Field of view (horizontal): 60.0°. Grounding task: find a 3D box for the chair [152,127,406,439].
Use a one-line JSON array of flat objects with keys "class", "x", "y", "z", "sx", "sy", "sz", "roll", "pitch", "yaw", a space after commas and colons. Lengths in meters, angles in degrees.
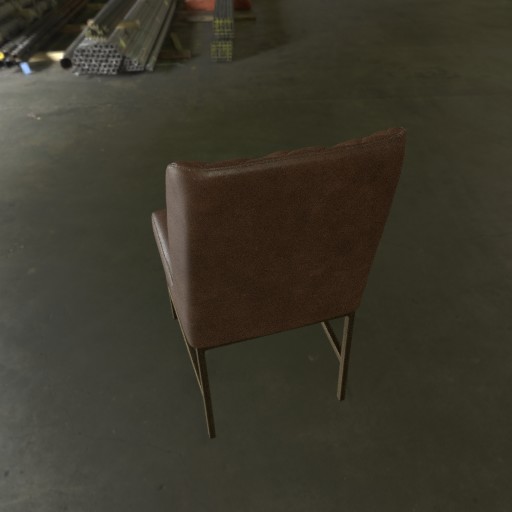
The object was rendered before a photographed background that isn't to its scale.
[{"class": "chair", "x": 0.000, "y": 0.000, "z": 1.223, "sx": 0.508, "sy": 0.889, "sz": 0.587, "roll": -11, "pitch": 41, "yaw": -13}]
